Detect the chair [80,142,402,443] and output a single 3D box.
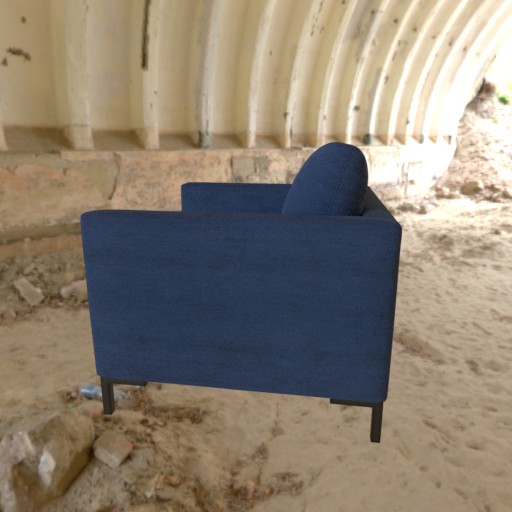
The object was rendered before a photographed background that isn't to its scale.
[{"bbox_3d":[0.000,0.000,1.629,0.875,0.812,0.964,2,15,9],"label":"chair"}]
